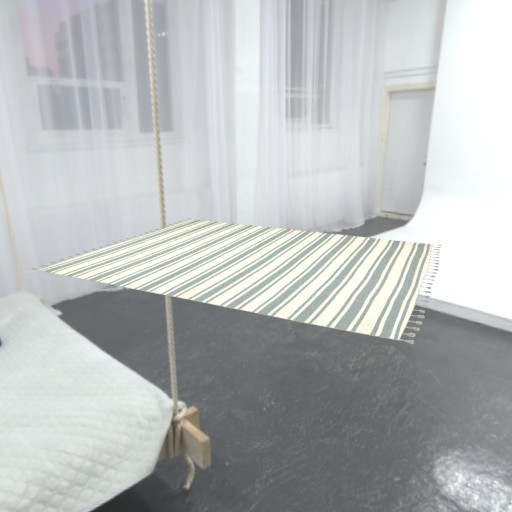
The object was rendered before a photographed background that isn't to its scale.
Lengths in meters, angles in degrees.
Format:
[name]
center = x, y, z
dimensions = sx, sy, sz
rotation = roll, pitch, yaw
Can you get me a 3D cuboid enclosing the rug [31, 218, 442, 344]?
[rug]
center = 0.000, 0.000, 4.228
dimensions = 3.201, 0.005, 2.439
rotation = 8, 18, 25
